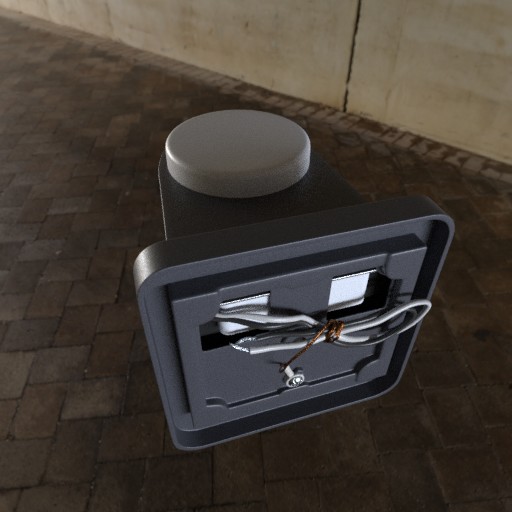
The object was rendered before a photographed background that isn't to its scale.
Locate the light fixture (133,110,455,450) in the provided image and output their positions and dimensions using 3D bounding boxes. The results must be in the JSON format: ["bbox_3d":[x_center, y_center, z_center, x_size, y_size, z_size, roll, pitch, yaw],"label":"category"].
[{"bbox_3d":[0.000,0.000,0.212,0.109,0.109,0.132,-11,42,-13],"label":"light fixture"}]
